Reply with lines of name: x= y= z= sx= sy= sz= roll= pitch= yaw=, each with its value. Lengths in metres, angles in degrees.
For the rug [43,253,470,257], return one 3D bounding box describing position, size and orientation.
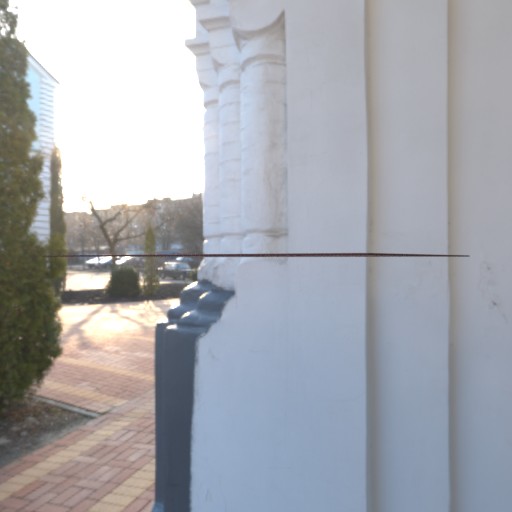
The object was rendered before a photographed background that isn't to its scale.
rug: x=0.000 y=0.000 z=4.139 sx=3.197 sy=0.013 sz=2.381 roll=0 pitch=0 yaw=37
